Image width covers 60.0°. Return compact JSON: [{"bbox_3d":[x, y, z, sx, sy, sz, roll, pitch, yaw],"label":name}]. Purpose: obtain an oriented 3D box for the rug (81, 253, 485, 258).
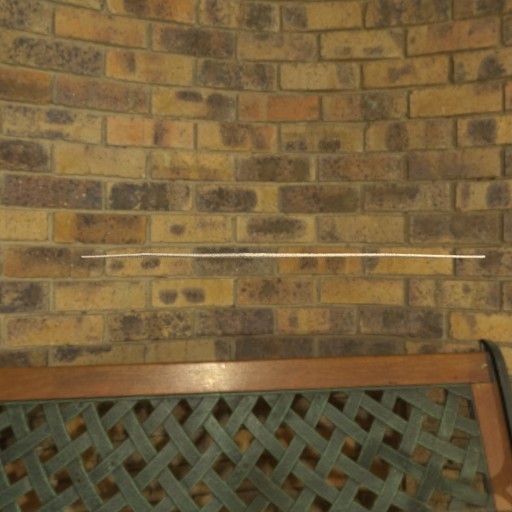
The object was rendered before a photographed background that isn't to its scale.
[{"bbox_3d":[0.000,0.000,4.833,2.757,0.051,3.626,0,0,-35],"label":"rug"}]
